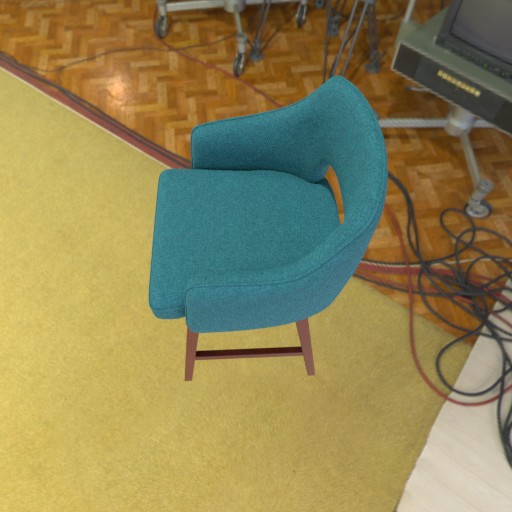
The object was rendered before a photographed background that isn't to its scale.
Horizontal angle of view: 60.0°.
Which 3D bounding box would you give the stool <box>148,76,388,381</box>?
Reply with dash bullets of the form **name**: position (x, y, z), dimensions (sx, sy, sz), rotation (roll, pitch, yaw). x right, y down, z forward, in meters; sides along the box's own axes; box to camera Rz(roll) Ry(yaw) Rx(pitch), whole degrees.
- **stool**: position (0.000, 0.000, 1.332), dimensions (0.556, 0.961, 0.548), rotation (-2, 59, -1)
